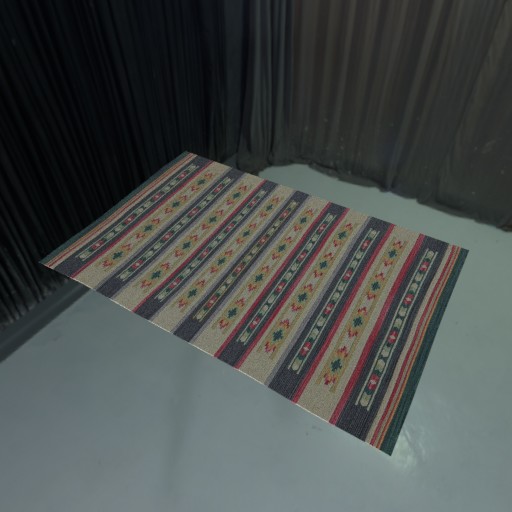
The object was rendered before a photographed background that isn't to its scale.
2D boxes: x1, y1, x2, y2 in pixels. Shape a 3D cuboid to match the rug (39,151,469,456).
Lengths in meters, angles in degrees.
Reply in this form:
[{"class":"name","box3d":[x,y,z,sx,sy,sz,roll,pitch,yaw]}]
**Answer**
[{"class":"rug","box3d":[0.000,0.000,2.833,2.311,0.010,1.522,23,49,22]}]
